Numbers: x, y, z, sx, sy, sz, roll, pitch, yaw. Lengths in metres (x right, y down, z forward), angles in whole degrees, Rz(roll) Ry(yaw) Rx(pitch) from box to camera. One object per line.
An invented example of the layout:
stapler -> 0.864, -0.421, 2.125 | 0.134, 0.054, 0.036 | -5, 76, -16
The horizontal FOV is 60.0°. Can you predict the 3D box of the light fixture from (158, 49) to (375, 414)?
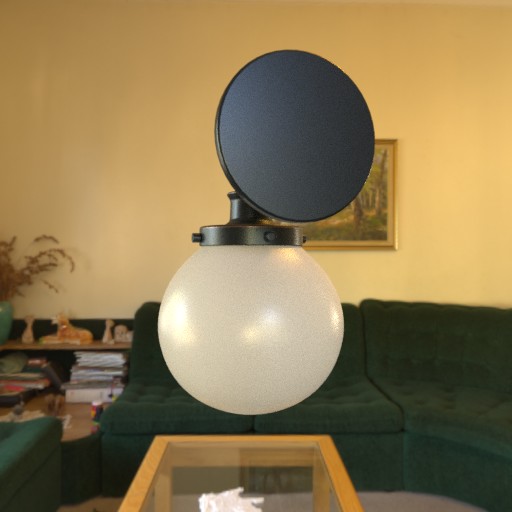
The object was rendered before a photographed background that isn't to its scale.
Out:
light fixture -> 0.000, 0.000, 0.464 | 0.197, 0.332, 0.230 | 0, 0, -19
